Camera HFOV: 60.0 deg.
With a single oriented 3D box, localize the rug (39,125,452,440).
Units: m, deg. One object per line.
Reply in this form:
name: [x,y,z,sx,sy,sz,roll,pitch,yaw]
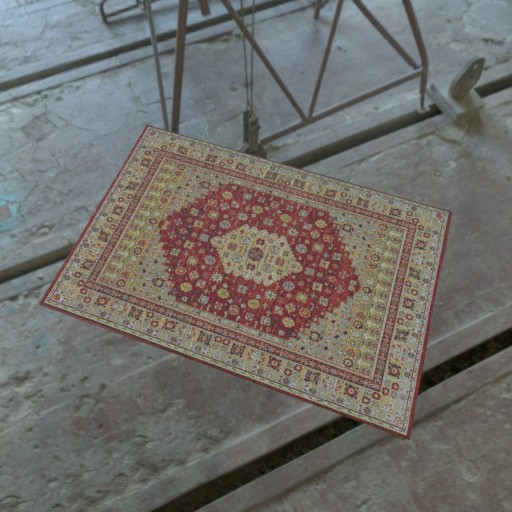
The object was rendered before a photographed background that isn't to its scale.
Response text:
rug: [0.000,0.000,2.250,1.802,0.013,1.194,18,65,8]
